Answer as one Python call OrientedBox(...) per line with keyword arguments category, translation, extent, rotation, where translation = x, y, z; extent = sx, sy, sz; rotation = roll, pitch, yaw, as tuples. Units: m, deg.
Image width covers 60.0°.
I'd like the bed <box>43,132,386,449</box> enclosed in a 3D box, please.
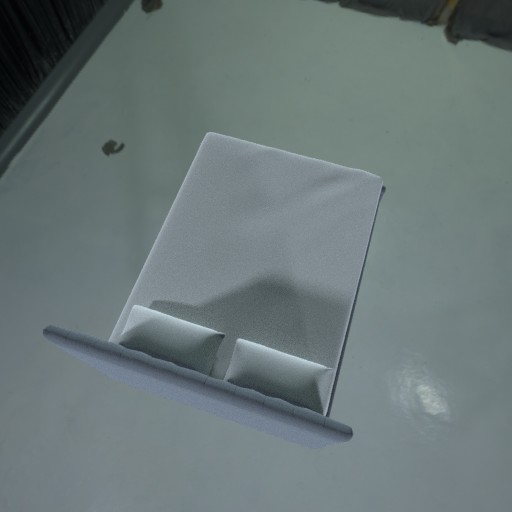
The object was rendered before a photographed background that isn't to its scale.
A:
OrientedBox(category="bed", translation=(0.000, 0.000, 3.305), extent=(1.698, 1.427, 2.231), rotation=(17, 66, 7))
